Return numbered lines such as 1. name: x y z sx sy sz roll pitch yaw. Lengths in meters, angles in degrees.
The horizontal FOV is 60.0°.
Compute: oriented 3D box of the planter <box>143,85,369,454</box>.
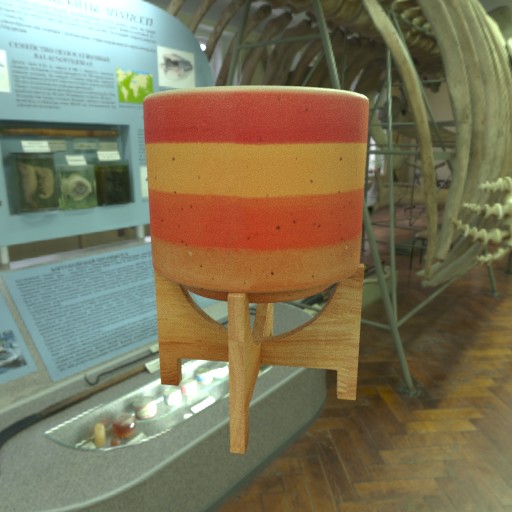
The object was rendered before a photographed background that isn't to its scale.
1. planter: 0.000 0.000 0.565 0.269 0.379 0.269 0 14 0
